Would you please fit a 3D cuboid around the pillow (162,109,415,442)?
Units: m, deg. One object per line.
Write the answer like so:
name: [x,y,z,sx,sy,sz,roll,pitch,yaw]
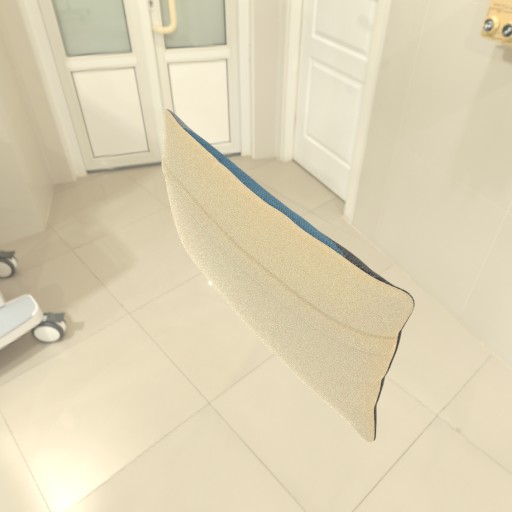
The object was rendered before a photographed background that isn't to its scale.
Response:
pillow: [0.000,0.000,0.740,0.148,0.307,0.604,-24,47,-25]
